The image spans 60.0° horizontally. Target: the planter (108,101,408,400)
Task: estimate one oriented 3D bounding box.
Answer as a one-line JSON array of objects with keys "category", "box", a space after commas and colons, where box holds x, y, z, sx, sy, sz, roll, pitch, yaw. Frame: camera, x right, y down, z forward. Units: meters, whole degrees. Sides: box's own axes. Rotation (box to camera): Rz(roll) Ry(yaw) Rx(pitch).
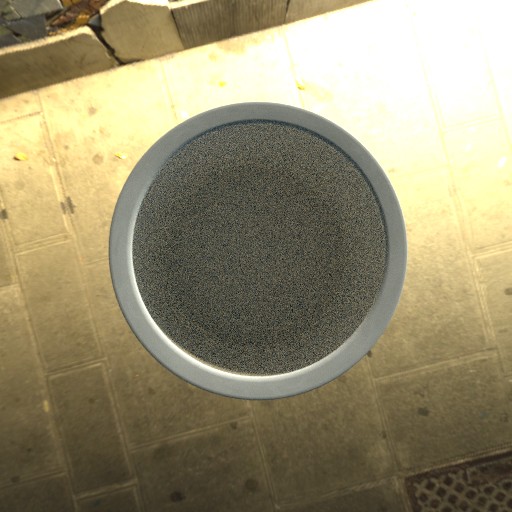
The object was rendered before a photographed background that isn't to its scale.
[{"category": "planter", "box": [0.000, 0.000, 0.950, 0.417, 0.670, 0.417, 0, 88, -1]}]
